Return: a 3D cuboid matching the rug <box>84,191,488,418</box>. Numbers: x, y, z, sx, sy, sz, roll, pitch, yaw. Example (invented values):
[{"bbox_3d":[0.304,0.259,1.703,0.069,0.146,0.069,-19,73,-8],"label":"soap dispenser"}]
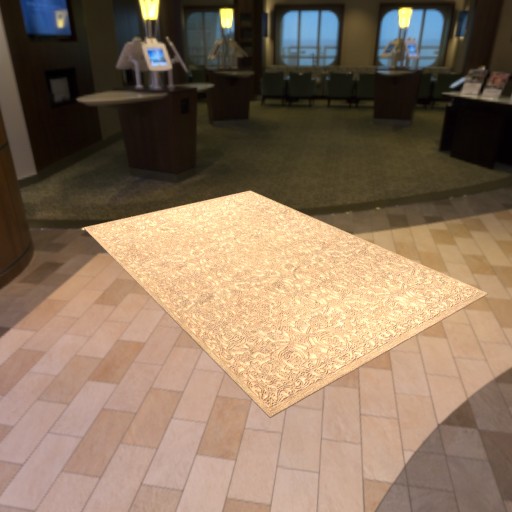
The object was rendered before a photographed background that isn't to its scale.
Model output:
[{"bbox_3d":[0.000,0.000,2.310,1.221,0.006,1.827,-18,31,-32],"label":"rug"}]
